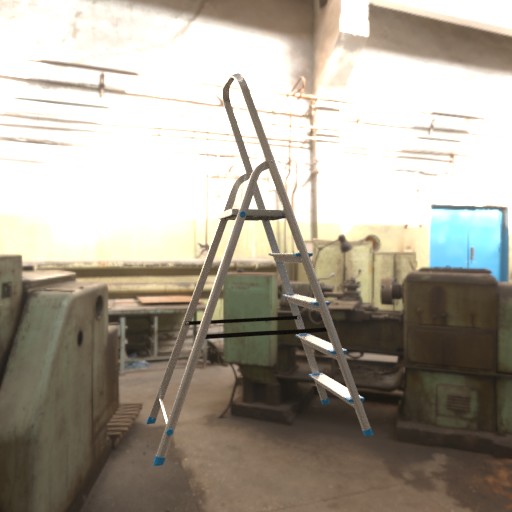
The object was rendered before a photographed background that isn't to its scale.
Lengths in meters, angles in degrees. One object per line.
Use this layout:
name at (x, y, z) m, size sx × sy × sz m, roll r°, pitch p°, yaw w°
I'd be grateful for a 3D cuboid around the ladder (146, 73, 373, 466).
ladder at (0.000, 0.000, 2.105) m, size 0.990 × 1.648 × 0.468 m, roll 0°, pitch 1°, yaw -17°
